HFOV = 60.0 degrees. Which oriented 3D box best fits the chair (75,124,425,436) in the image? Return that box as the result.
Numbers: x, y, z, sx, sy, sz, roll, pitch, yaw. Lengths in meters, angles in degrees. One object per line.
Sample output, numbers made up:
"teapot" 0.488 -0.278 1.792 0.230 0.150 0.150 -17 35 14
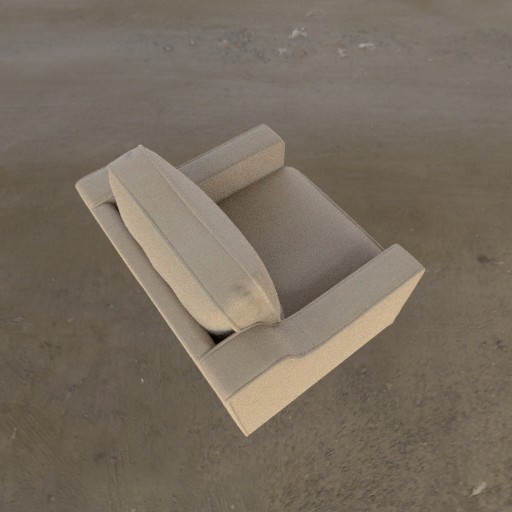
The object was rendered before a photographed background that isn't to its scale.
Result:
"chair" 0.000 0.000 1.708 0.882 0.948 0.922 -32 63 -19
